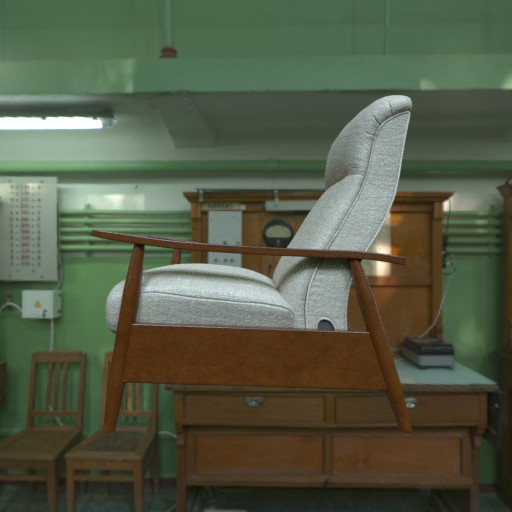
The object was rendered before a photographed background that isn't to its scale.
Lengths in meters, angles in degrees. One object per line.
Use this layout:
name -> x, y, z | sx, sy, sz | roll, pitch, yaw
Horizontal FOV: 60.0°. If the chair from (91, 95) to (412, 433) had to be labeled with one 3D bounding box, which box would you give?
chair -> 0.000, 0.000, 1.731 | 1.014, 1.082, 0.762 | 0, 1, 0
